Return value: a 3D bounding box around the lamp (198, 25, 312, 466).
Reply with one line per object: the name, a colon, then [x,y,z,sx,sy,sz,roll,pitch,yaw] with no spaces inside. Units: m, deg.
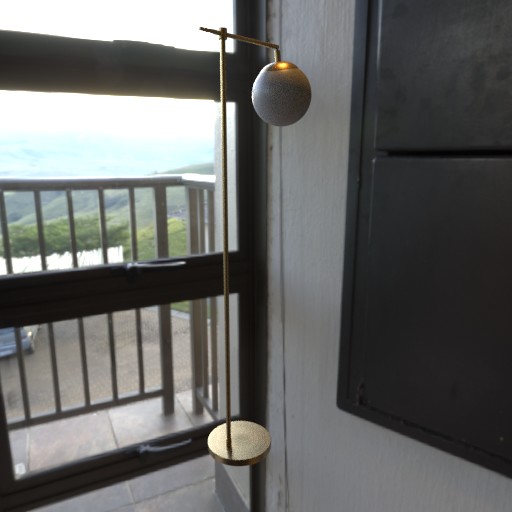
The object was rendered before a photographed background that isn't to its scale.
lamp: [0.000,0.000,1.650,0.476,1.505,0.249,-12,17,-43]
